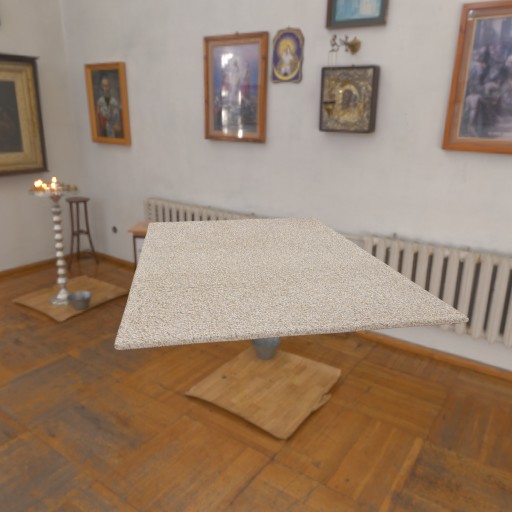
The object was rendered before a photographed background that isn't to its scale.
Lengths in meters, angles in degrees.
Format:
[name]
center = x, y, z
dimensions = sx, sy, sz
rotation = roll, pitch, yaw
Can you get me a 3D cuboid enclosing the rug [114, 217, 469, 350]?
[rug]
center = 0.000, 0.000, 3.443
dimensions = 1.778, 0.030, 2.743
rotation = -3, 16, -9
